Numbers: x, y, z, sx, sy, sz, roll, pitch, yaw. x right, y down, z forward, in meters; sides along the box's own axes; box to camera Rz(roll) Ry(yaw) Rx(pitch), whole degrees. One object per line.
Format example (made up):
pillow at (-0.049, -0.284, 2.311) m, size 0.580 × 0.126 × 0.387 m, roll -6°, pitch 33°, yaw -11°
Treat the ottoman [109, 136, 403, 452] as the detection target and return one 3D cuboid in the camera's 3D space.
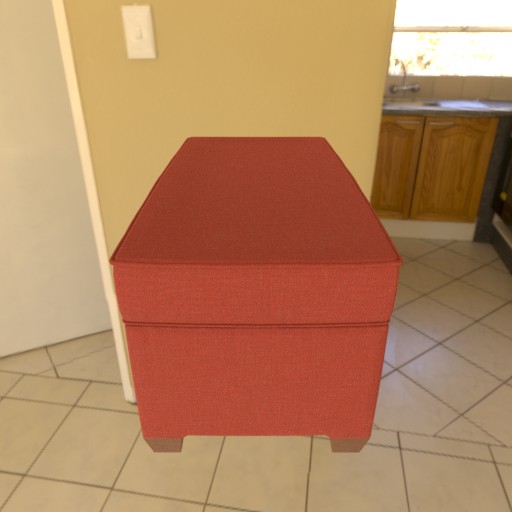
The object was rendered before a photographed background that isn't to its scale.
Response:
ottoman at (0.000, 0.000, 1.208) m, size 0.497 × 0.454 × 0.948 m, roll 0°, pitch 27°, yaw 0°
